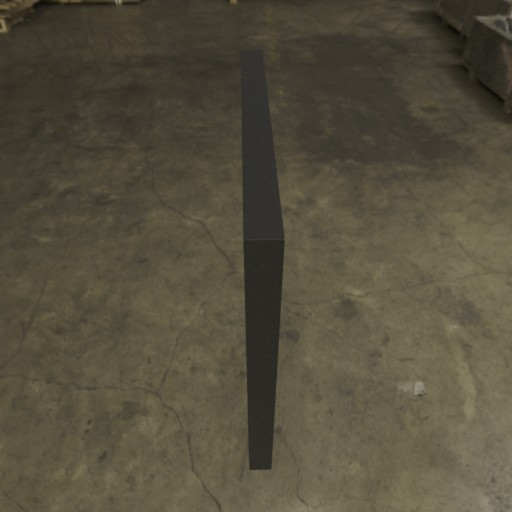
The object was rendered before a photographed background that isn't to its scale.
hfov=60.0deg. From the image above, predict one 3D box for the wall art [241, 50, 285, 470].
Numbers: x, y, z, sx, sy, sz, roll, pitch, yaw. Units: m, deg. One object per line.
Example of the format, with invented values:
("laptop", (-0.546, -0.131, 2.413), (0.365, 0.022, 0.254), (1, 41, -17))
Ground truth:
("wall art", (0.000, 0.000, 0.757), (0.037, 0.508, 0.508), (-1, 43, -1))
